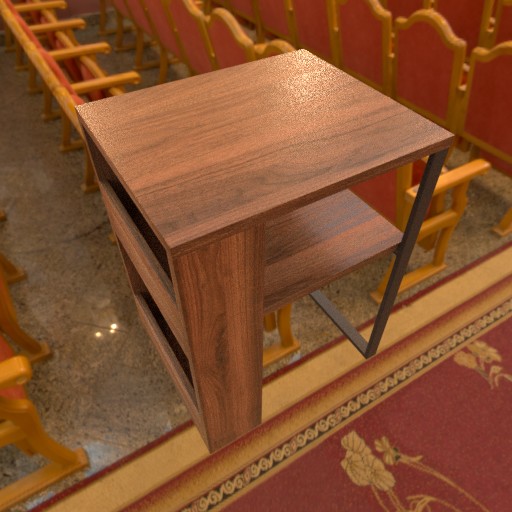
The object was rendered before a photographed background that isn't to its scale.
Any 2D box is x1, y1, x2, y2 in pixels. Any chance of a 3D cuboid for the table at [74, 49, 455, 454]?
[{"bbox_3d":[0.000,0.000,1.555,0.786,1.041,0.660,-24,50,-21],"label":"table"}]
